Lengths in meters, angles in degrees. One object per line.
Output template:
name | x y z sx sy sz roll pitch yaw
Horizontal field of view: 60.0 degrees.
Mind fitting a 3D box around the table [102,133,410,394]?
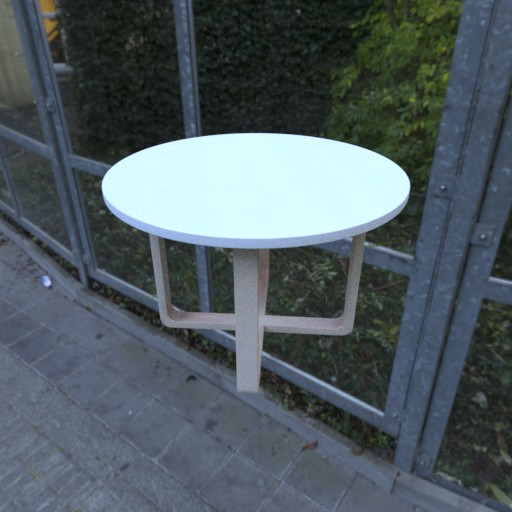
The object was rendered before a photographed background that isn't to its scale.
table | 0.000 0.000 0.999 0.600 0.400 0.600 0 30 0
